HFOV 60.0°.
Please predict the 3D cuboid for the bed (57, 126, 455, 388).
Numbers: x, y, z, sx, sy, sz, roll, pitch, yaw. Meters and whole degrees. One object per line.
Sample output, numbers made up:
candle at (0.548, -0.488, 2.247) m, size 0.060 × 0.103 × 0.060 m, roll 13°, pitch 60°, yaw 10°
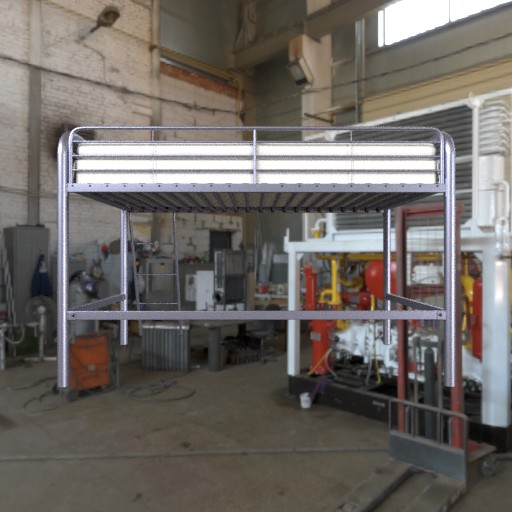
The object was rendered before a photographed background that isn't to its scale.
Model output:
bed at (0.000, 0.000, 2.874) m, size 1.965 × 1.288 × 1.415 m, roll 0°, pitch 0°, yaw 0°
